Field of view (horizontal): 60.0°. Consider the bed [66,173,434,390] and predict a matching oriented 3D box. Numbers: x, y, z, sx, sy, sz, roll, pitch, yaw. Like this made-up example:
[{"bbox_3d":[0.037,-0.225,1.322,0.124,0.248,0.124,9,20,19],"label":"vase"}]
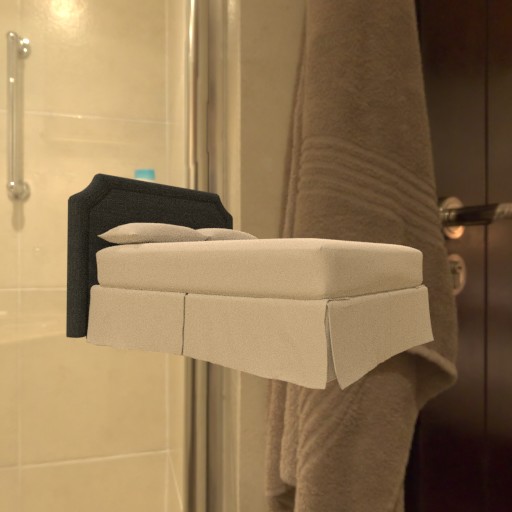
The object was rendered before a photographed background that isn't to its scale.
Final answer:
[{"bbox_3d":[0.000,0.000,3.374,2.208,1.297,1.828,0,-1,37],"label":"bed"}]
